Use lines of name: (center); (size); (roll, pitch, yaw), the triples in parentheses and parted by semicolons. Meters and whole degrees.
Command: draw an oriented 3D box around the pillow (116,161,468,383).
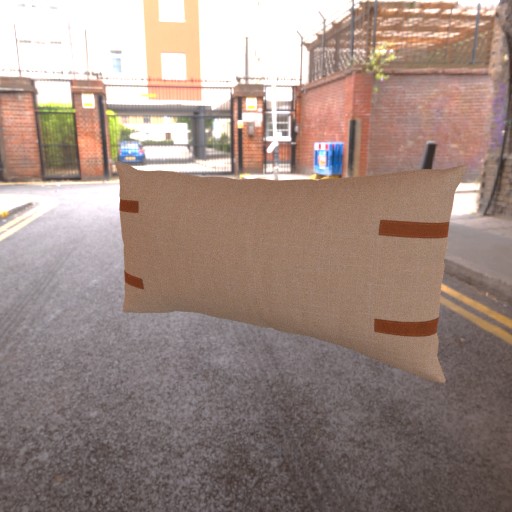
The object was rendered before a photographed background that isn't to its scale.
pillow: (0.000, 0.000, 0.735); (0.612, 0.308, 0.148); (7, 16, 27)
